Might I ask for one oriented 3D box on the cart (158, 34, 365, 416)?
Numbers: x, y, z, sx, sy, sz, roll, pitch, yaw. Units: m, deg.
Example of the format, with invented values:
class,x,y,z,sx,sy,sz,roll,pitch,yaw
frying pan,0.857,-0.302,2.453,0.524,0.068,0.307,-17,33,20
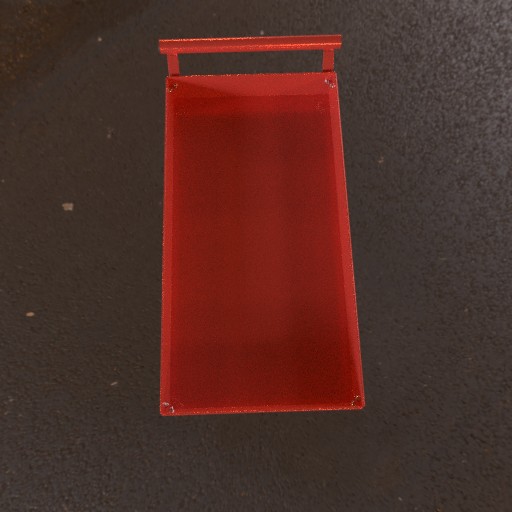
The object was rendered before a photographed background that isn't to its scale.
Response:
class,x,y,z,sx,sy,sz,roll,pitch,yaw
cart,0.000,0.000,1.174,0.366,0.780,0.719,-2,76,0
